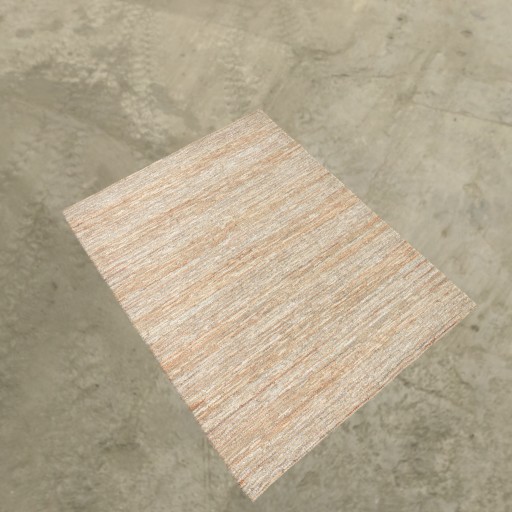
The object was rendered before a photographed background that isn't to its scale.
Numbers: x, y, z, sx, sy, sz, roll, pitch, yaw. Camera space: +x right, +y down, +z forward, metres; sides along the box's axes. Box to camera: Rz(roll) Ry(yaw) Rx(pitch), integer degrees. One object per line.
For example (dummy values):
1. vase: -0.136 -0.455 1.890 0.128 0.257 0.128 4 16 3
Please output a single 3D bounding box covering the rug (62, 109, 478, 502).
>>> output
1. rug: 0.000 0.000 3.812 2.313 0.009 2.939 -33 64 -18
